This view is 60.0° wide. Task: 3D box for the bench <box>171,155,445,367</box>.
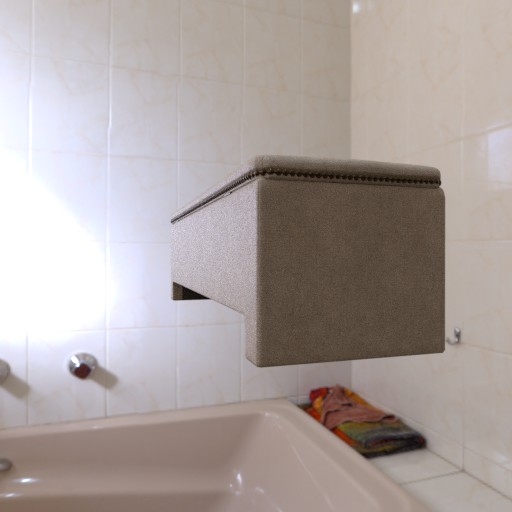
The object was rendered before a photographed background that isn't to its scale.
[{"bbox_3d":[0.000,0.000,1.651,0.470,0.447,1.482,0,0,-18],"label":"bench"}]
